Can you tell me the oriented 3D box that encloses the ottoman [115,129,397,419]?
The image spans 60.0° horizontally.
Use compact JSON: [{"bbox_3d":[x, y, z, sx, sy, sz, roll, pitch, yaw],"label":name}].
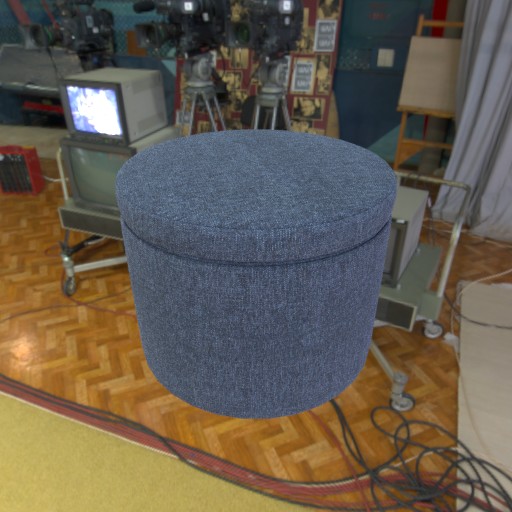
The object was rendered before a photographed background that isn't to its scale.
[{"bbox_3d":[0.000,0.000,0.902,0.500,0.419,0.500,0,31,0],"label":"ottoman"}]
